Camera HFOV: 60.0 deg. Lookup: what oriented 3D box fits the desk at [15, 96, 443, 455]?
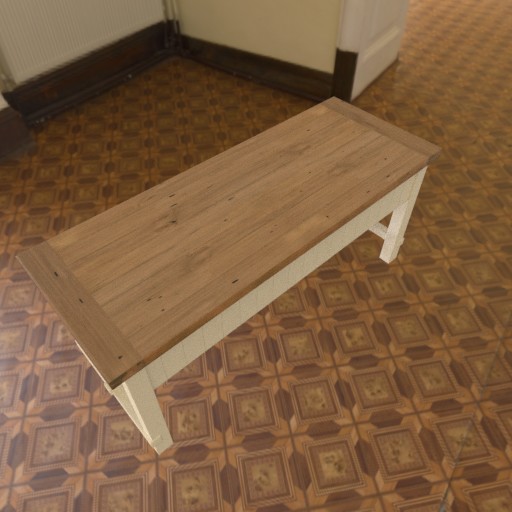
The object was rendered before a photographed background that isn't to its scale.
[{"bbox_3d":[0.000,0.000,2.173,1.803,0.762,0.688,-34,56,-27],"label":"desk"}]
